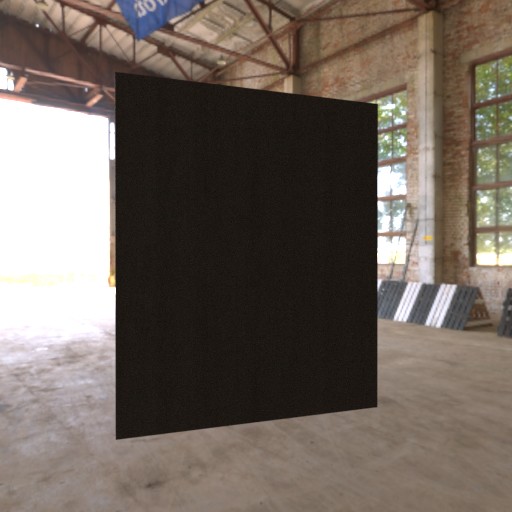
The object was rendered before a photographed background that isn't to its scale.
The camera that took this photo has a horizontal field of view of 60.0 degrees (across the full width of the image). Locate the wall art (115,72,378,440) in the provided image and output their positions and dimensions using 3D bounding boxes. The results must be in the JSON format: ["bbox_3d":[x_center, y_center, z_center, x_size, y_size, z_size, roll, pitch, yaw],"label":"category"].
[{"bbox_3d":[0.000,0.000,0.752,0.455,0.552,0.034,0,0,-18],"label":"wall art"}]
